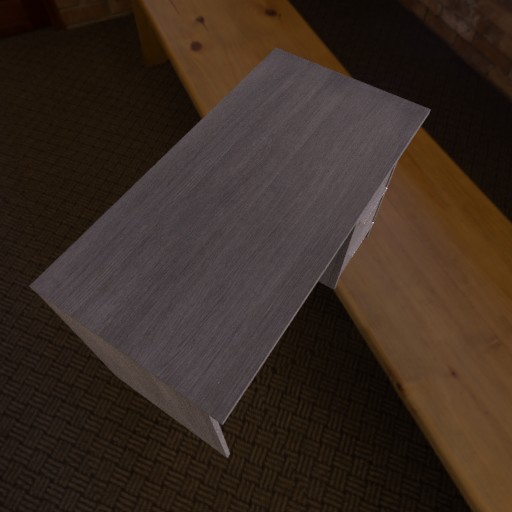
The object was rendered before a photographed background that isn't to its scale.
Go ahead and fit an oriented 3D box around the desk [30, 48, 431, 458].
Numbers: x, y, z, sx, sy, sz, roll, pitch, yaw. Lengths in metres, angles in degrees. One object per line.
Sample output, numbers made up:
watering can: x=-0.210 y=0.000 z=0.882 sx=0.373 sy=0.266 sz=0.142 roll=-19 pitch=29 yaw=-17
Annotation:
desk: x=0.000 y=0.000 z=1.518 sx=0.560 sy=0.735 sz=1.097 roll=29 pitch=63 yaw=16
